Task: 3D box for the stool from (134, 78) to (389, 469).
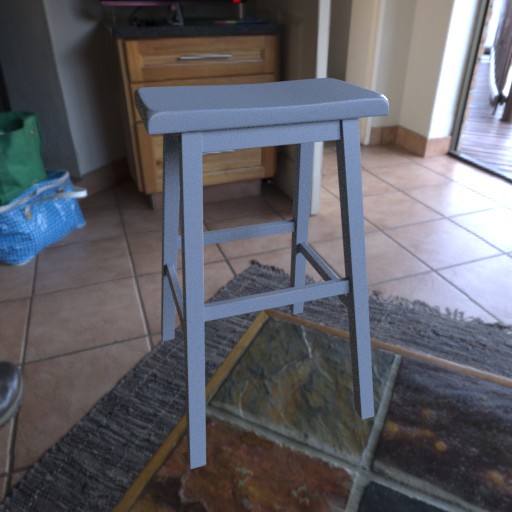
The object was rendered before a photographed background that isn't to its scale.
[{"bbox_3d":[0.000,0.000,1.043,0.457,0.737,0.476,-9,31,-16],"label":"stool"}]
